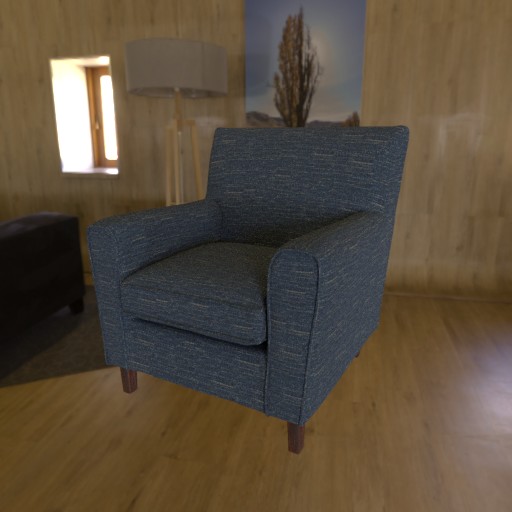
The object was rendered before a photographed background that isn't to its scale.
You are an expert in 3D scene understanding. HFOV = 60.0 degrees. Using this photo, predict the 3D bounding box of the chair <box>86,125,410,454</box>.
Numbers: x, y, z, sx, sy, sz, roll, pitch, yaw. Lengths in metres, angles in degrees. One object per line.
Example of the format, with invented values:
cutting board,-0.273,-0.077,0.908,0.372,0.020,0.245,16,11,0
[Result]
chair,0.000,0.000,1.627,0.864,0.928,0.873,8,17,28
